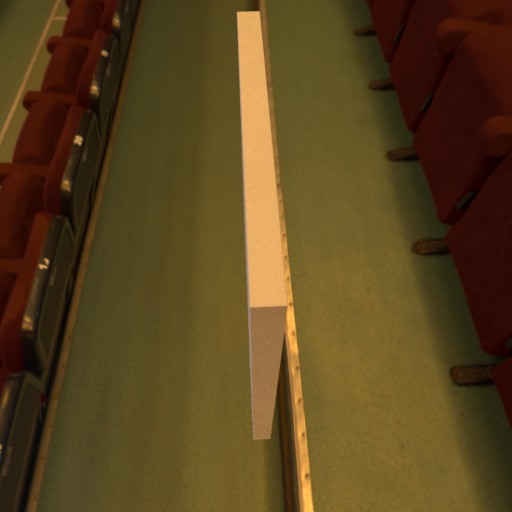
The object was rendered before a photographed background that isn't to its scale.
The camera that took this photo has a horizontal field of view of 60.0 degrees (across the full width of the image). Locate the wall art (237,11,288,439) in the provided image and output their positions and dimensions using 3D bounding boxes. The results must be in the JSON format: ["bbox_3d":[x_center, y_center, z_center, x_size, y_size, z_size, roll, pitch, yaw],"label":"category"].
[{"bbox_3d":[0.000,0.000,0.800,0.037,0.606,0.508,-2,57,-2],"label":"wall art"}]
